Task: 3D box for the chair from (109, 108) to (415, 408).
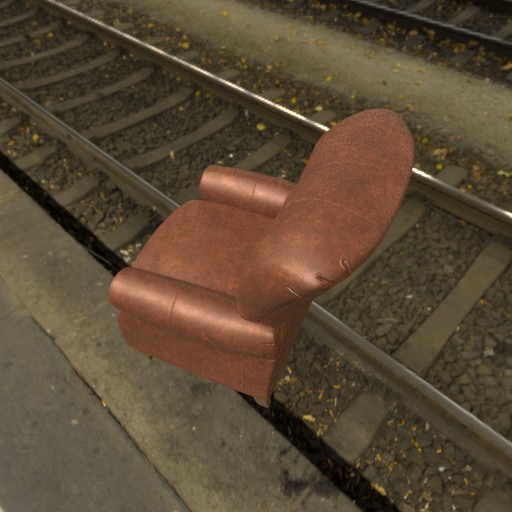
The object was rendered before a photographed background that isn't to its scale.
[{"bbox_3d":[0.000,0.000,1.911,1.031,1.162,0.979,17,49,15],"label":"chair"}]
